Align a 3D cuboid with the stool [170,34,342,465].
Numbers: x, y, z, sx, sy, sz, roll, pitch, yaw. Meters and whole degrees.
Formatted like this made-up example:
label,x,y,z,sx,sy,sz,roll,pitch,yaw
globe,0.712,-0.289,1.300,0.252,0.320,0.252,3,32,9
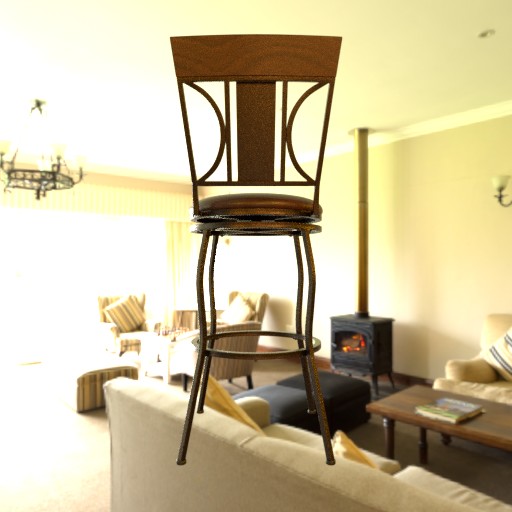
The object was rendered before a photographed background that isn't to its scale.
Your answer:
label,x,y,z,sx,sy,sz,roll,pitch,yaw
stool,0.000,0.000,1.373,0.448,1.130,0.513,0,-1,0
